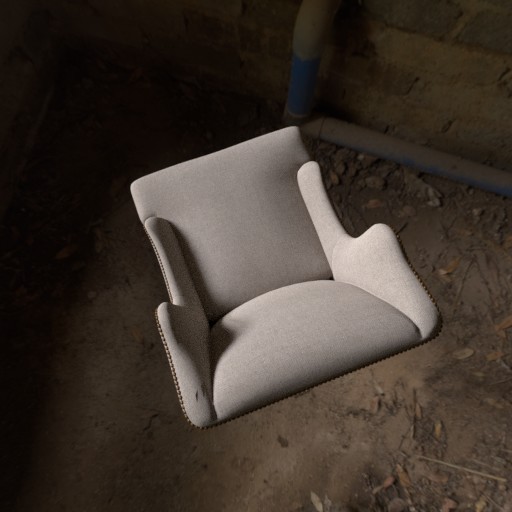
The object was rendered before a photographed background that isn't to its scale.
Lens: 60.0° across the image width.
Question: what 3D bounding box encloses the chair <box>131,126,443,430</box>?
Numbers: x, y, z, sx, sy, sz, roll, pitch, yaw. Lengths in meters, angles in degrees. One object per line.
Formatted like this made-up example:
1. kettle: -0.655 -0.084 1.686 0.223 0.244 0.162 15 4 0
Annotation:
1. chair: 0.000 0.000 1.647 0.737 1.029 0.940 -20 77 -5
